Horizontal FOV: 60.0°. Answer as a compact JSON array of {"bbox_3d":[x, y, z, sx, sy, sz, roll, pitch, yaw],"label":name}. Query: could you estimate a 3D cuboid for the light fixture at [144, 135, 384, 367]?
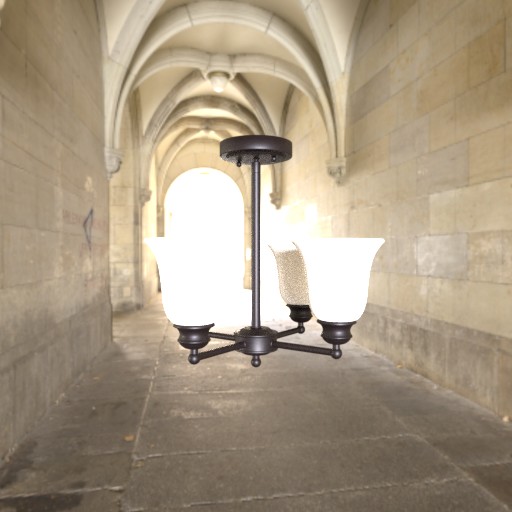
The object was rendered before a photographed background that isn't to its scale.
[{"bbox_3d":[0.000,0.000,1.841,1.069,0.925,1.069,0,0,36],"label":"light fixture"}]
